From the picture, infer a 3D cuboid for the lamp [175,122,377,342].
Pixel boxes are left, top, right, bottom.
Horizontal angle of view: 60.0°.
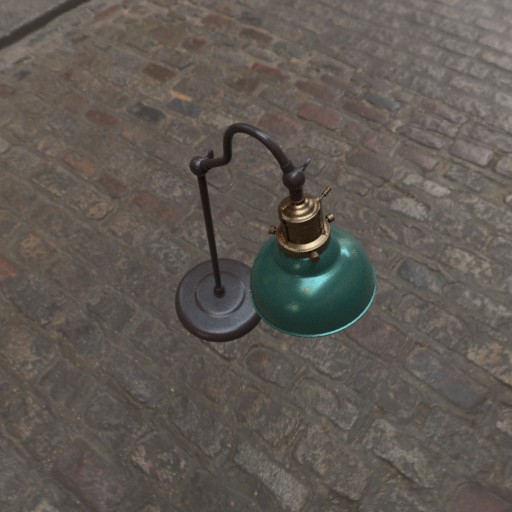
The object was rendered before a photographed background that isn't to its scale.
[{"bbox_3d":[0.000,0.000,0.688,0.374,0.508,0.192,32,63,18],"label":"lamp"}]
